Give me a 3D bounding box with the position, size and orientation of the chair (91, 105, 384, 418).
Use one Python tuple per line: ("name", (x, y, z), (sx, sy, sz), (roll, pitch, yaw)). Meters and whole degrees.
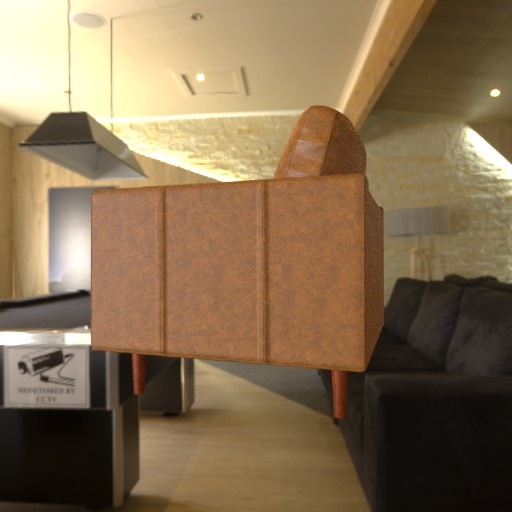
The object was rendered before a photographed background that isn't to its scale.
("chair", (0.000, 0.000, 1.717), (0.909, 0.956, 0.890), (0, 0, 19))
